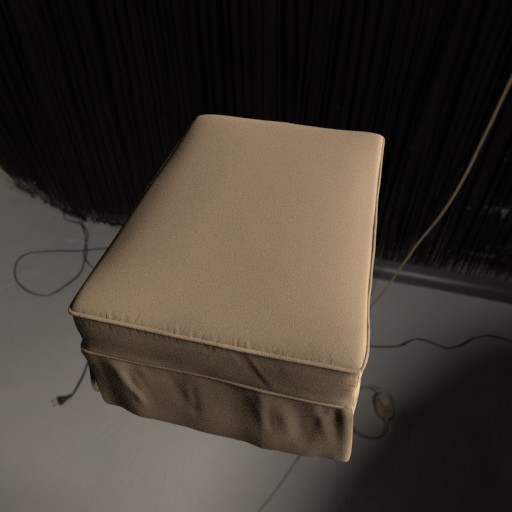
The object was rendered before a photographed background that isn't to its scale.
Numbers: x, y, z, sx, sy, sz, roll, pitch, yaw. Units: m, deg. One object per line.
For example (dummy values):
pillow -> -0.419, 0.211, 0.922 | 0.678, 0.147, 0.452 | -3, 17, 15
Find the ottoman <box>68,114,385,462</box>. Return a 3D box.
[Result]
ottoman -> 0.000, 0.000, 1.332 | 0.721, 0.482, 0.959 | 10, 46, 9
